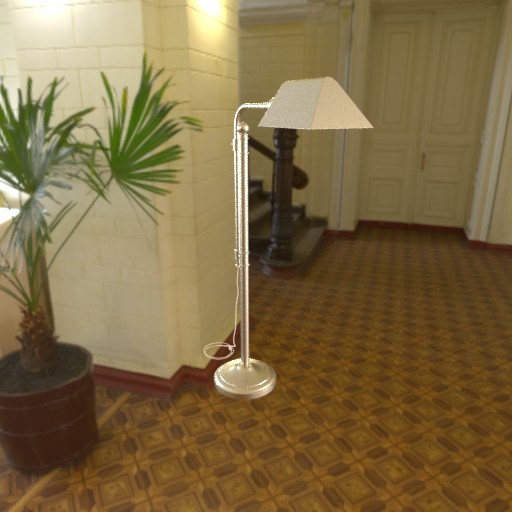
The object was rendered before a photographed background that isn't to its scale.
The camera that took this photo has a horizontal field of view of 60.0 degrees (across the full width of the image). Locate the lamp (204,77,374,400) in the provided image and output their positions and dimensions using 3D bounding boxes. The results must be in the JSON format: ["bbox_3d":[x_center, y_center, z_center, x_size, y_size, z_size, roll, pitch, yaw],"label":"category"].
[{"bbox_3d":[0.000,0.000,0.978,0.159,0.708,0.546,-9,20,-26],"label":"lamp"}]
